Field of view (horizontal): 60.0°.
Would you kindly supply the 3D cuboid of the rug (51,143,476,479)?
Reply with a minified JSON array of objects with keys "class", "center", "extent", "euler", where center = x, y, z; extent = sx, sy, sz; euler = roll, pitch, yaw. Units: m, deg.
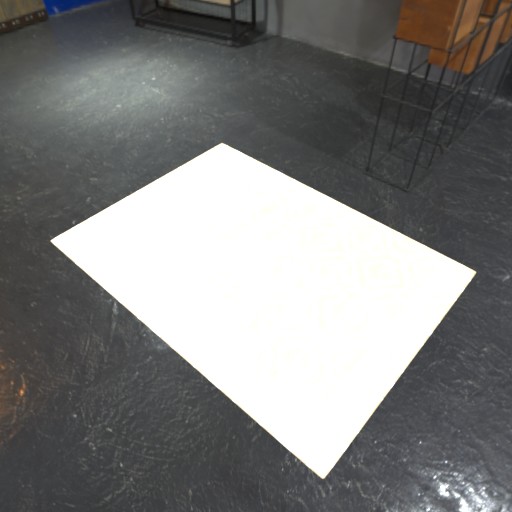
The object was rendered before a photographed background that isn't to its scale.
[{"class":"rug","center":[0.000,0.000,4.285],"extent":[3.353,0.010,2.438],"euler":[33,54,28]}]
